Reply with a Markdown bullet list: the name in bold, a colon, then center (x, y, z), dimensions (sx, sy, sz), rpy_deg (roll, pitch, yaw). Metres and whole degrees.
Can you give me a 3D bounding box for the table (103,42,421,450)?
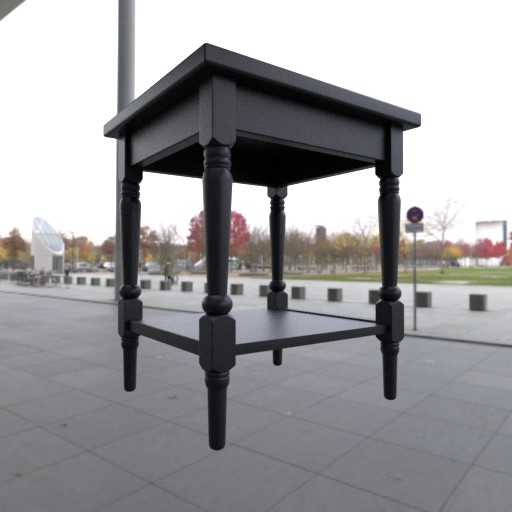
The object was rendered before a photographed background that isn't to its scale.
- **table**: center (0.000, 0.000, 0.906), dimensions (0.488, 0.565, 0.442), rpy_deg (1, -1, -36)
